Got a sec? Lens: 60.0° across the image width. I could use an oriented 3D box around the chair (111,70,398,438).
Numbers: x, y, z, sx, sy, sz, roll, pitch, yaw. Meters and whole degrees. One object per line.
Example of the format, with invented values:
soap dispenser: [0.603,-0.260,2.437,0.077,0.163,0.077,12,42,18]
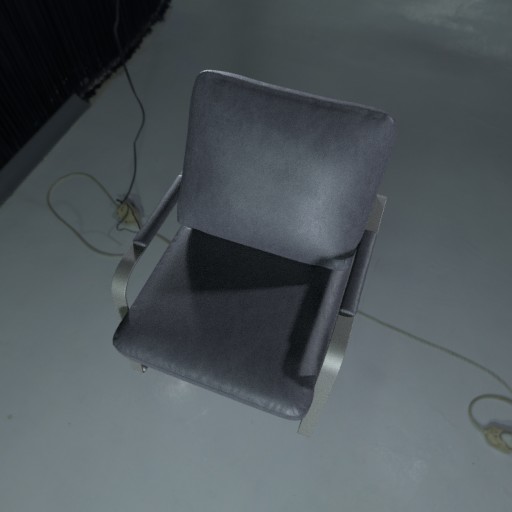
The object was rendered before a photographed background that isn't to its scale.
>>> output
chair: [0.000,0.000,1.440,0.692,0.839,0.878,18,60,10]
